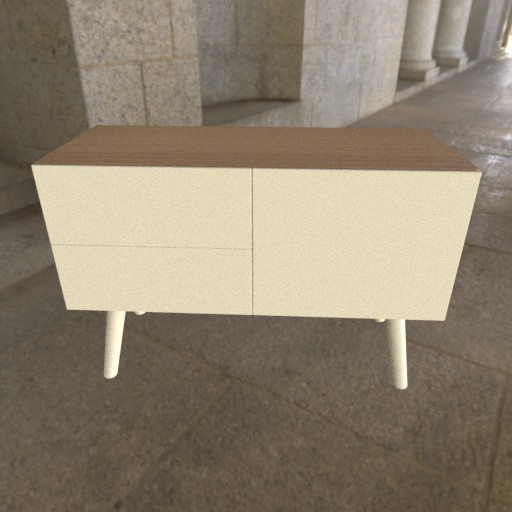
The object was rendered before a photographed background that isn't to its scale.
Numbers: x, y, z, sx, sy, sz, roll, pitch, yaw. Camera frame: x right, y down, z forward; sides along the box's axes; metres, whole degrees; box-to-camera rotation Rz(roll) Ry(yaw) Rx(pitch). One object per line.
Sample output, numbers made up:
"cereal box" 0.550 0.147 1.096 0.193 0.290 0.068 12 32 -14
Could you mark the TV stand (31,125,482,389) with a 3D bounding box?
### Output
"TV stand" 0.000 0.000 1.307 0.991 0.660 0.407 1 29 3
